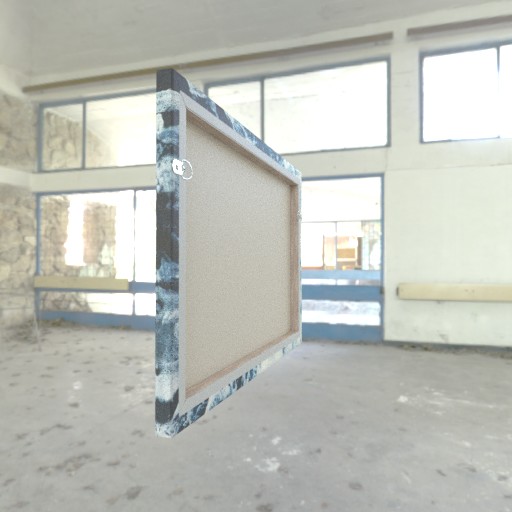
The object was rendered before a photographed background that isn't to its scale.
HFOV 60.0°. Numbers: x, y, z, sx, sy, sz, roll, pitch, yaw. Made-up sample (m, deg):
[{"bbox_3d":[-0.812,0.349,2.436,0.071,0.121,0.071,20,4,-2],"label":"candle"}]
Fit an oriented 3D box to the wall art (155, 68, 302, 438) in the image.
[{"bbox_3d":[0.000,0.000,1.934,0.055,1.017,1.524,0,-1,19],"label":"wall art"}]
